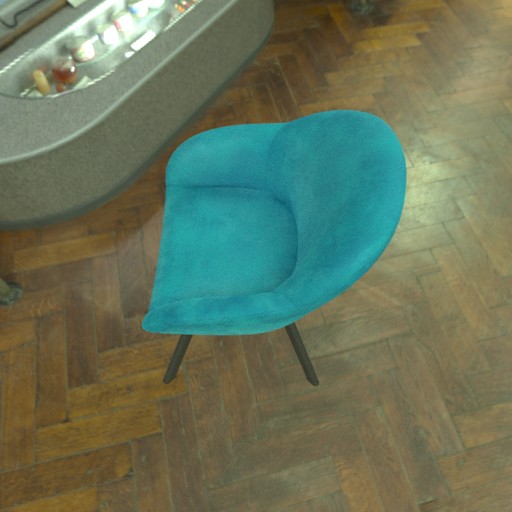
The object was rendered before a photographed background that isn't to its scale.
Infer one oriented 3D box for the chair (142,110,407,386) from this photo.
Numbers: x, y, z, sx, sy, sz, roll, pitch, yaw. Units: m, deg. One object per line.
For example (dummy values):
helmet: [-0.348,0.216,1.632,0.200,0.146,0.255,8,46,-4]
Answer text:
chair: [0.000,0.000,1.202,0.590,0.795,0.550,1,59,0]
